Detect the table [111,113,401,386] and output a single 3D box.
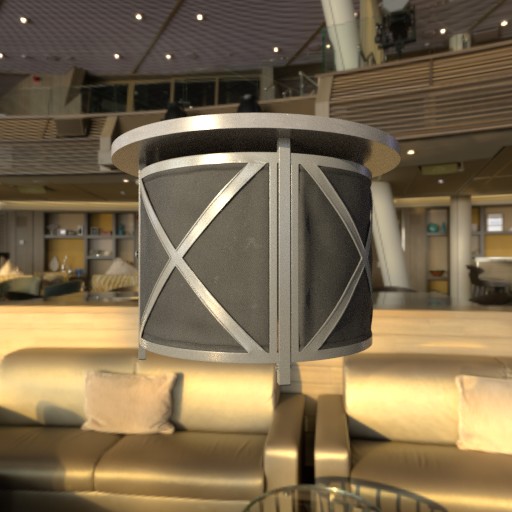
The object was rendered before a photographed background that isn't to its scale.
[{"bbox_3d":[0.000,0.000,1.472,0.914,0.650,0.914,0,-1,0],"label":"table"}]
